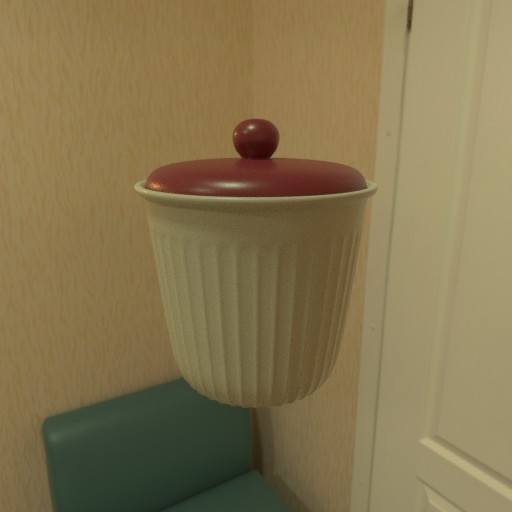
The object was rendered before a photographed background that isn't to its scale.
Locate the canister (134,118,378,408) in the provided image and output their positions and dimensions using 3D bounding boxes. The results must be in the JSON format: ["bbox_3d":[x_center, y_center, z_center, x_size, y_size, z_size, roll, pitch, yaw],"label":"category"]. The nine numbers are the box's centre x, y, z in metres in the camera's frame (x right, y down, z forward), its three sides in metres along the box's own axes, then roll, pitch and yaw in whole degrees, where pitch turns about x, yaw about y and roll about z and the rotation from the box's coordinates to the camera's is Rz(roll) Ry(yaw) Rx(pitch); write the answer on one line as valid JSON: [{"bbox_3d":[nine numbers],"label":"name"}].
[{"bbox_3d":[0.000,0.000,0.356,0.181,0.211,0.181,0,15,0],"label":"canister"}]
